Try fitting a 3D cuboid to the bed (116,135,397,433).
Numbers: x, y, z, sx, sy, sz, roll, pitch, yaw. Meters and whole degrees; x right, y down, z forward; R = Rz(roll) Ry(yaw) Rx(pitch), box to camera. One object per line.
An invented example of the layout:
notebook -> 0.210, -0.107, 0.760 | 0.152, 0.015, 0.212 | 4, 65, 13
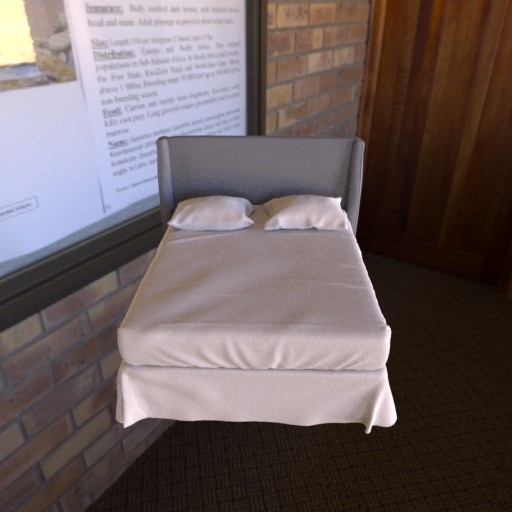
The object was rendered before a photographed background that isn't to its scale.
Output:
bed -> 0.000, 0.000, 3.490 | 1.925, 1.332, 2.276 | 1, 29, 2
